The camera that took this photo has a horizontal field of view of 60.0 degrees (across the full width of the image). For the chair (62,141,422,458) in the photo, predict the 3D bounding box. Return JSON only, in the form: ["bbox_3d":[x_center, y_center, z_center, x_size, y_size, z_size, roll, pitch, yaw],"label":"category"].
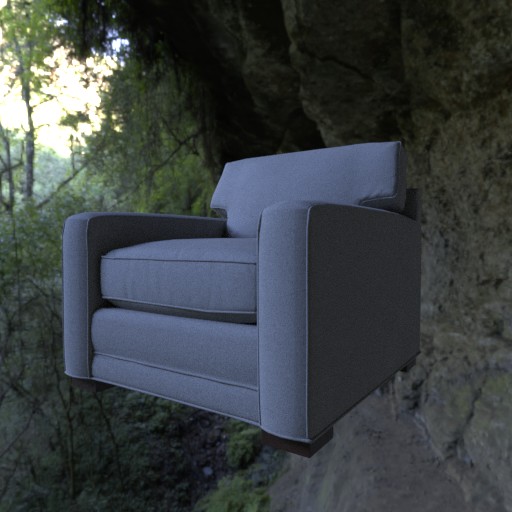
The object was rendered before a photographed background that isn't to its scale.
[{"bbox_3d":[0.000,0.000,1.719,0.999,0.934,1.044,1,2,34],"label":"chair"}]
